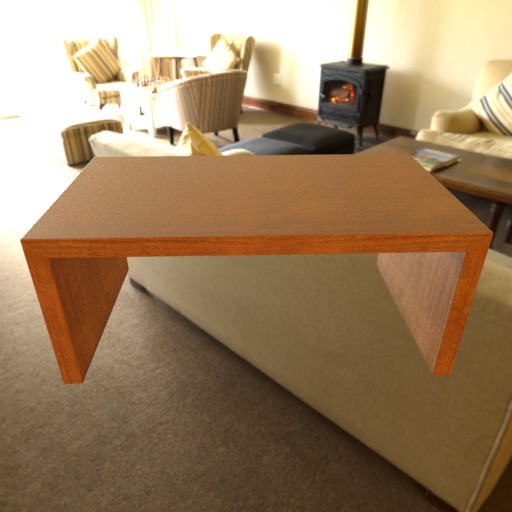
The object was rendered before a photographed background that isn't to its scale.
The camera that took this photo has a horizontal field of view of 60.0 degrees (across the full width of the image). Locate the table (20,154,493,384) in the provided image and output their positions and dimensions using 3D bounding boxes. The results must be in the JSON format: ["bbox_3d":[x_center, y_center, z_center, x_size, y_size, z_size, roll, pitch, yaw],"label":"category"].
[{"bbox_3d":[0.000,0.000,1.276,1.000,0.419,0.549,-1,30,-2],"label":"table"}]
